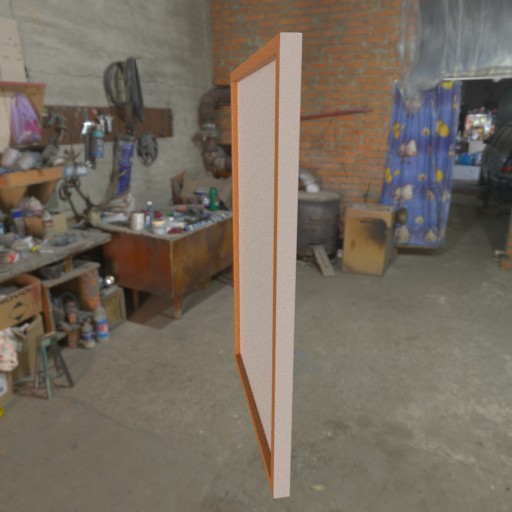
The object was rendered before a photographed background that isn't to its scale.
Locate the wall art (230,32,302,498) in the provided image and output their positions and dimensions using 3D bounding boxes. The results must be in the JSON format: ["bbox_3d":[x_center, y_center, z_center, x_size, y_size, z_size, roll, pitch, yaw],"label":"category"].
[{"bbox_3d":[0.000,0.000,1.117,0.037,0.916,0.610,-3,17,-10],"label":"wall art"}]
